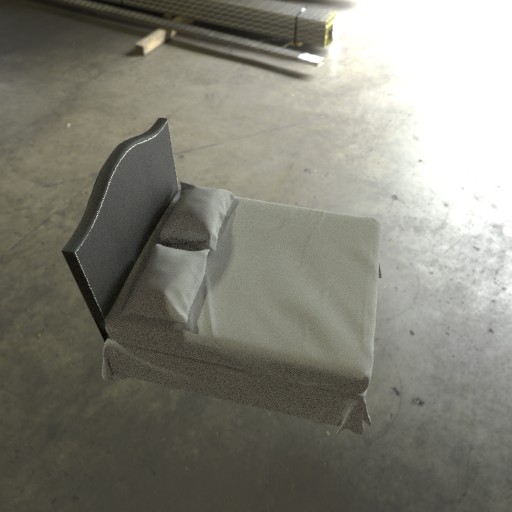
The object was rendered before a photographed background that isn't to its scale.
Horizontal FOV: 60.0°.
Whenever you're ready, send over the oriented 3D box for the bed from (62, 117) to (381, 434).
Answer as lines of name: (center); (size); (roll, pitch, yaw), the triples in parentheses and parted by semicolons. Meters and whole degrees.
bed: (0.000, 0.000, 3.524); (2.221, 1.645, 1.876); (10, 49, 9)
